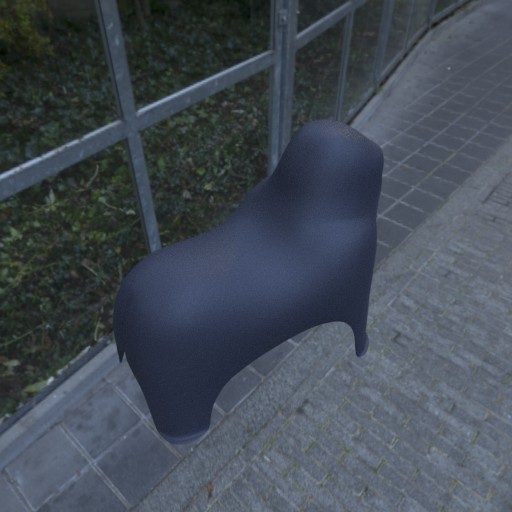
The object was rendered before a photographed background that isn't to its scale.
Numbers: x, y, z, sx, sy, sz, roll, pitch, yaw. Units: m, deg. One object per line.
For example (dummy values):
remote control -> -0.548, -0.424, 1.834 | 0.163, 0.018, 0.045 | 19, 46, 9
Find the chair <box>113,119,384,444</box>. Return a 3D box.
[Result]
chair -> 0.000, 0.000, 1.127 | 0.758, 0.600, 0.490 | -24, 47, -25
